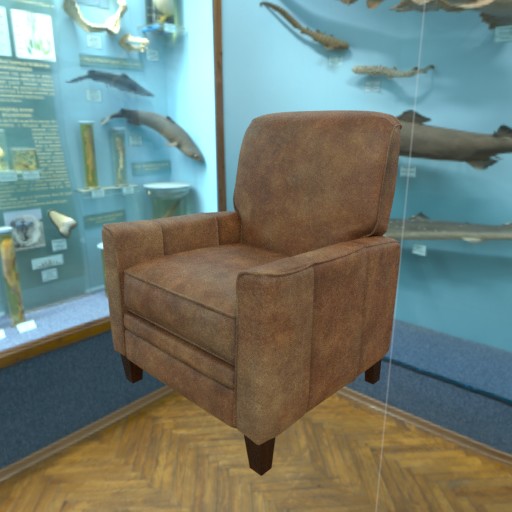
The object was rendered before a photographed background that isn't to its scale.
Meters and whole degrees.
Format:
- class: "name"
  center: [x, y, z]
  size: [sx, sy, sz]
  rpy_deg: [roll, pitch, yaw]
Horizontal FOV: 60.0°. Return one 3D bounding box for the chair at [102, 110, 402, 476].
- class: "chair"
  center: [0.000, 0.000, 1.651]
  size: [0.843, 1.043, 0.836]
  rpy_deg: [15, 22, 42]
